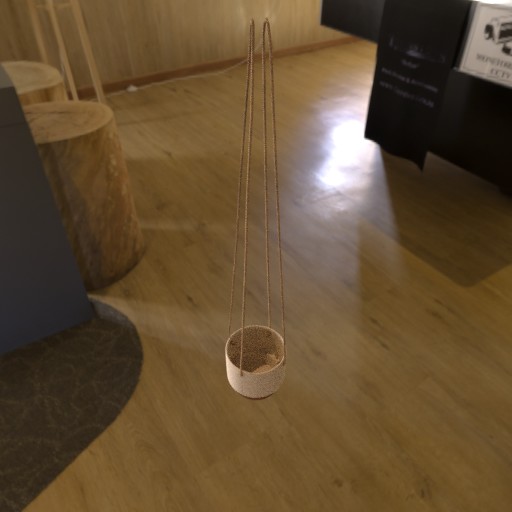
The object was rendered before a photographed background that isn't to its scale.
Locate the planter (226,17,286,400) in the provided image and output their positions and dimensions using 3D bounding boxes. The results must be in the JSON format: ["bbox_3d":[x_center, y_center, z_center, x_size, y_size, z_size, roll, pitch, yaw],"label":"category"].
[{"bbox_3d":[0.000,0.000,0.869,0.146,0.841,0.146,-12,42,-13],"label":"planter"}]
